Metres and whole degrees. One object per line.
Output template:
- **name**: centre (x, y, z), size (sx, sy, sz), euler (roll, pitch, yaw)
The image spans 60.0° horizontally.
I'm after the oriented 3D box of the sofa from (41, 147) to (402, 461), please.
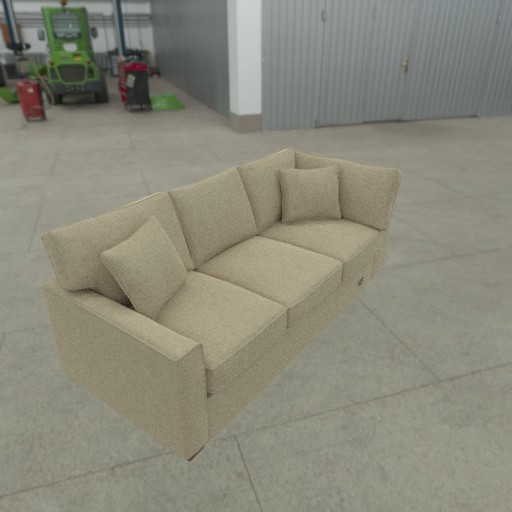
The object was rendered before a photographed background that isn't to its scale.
- **sofa**: centre (0.000, 0.000, 2.874), size (1.061, 0.962, 2.317), euler (18, 32, 32)
